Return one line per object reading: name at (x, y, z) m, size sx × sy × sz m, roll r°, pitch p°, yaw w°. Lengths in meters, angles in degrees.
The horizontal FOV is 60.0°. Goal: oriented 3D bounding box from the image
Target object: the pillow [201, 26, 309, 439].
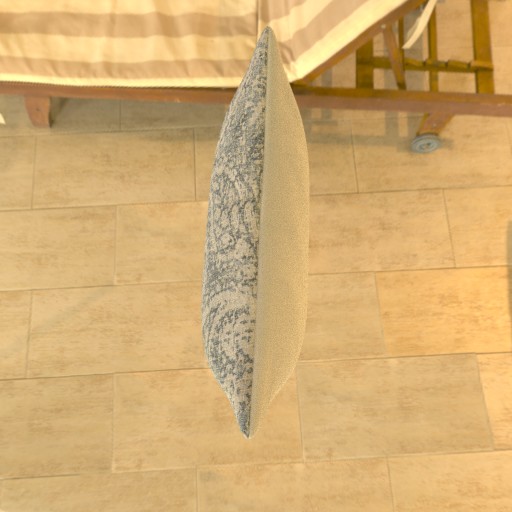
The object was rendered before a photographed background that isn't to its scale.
pillow at (0.000, 0.000, 0.773) m, size 0.166 × 0.510 × 0.523 m, roll 3°, pitch 76°, yaw 1°
